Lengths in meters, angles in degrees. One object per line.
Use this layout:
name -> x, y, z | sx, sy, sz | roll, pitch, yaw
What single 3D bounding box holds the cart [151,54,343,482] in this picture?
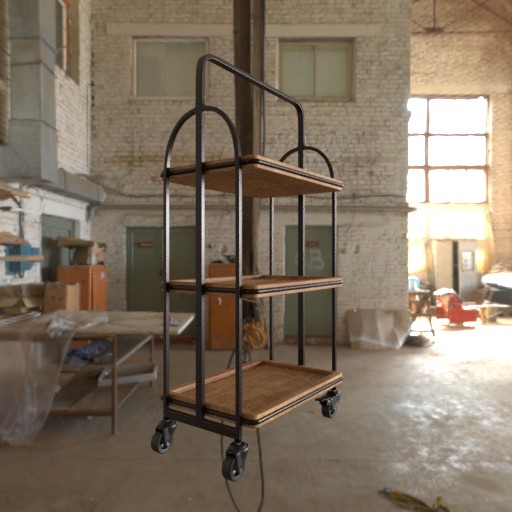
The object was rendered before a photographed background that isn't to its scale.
cart -> 0.000, 0.000, 1.263 | 0.327, 1.001, 0.553 | 0, 0, 36
